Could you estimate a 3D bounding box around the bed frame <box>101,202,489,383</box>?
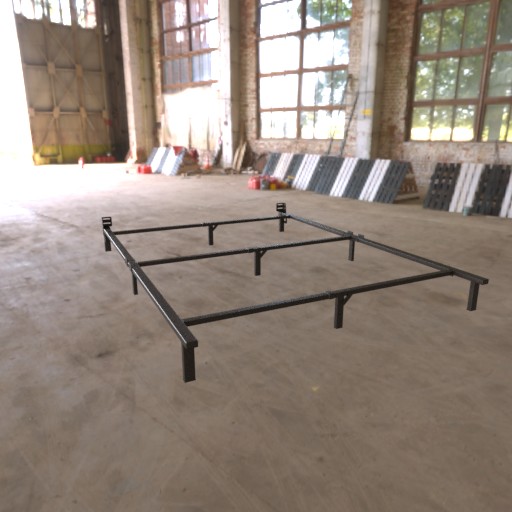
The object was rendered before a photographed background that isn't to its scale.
[{"bbox_3d":[0.000,0.000,2.658,1.498,0.248,1.990,-8,18,-25],"label":"bed frame"}]
